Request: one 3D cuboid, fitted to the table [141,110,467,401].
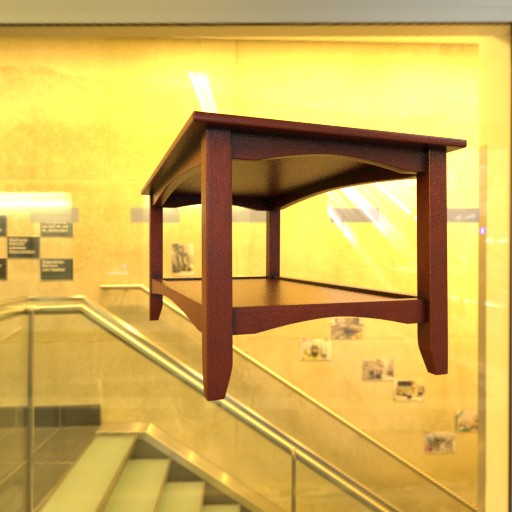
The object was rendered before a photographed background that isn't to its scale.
[{"bbox_3d":[0.000,0.000,1.211,0.533,0.456,0.943,0,1,-19],"label":"table"}]
